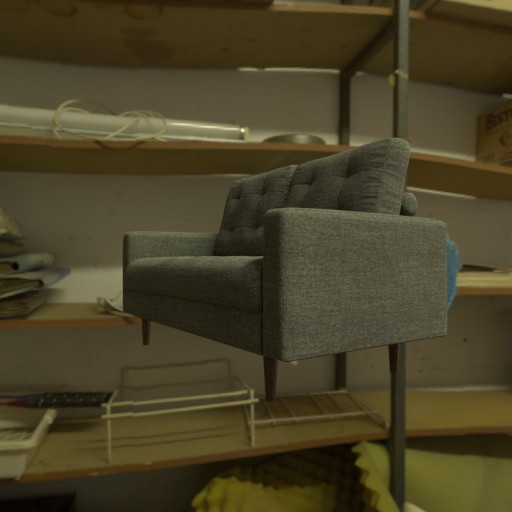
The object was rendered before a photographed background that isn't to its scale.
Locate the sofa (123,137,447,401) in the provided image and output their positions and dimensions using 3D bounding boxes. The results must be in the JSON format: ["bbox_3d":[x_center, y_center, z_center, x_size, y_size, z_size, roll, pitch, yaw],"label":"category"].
[{"bbox_3d":[0.000,0.000,2.006,0.842,0.907,1.407,0,-1,-34],"label":"sofa"}]
